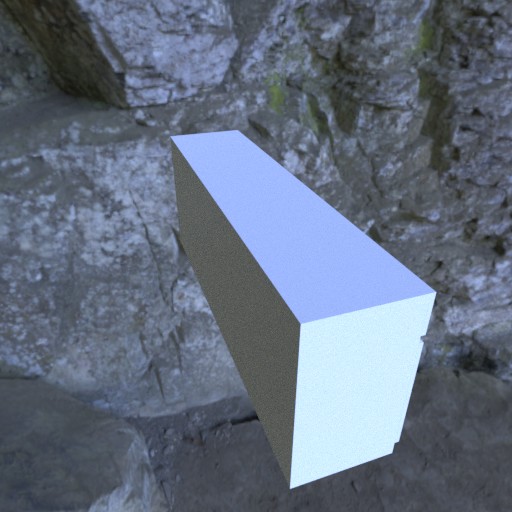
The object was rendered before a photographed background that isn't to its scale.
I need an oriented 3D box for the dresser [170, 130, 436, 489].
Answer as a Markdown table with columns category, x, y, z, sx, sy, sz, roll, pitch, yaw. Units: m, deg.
| category | x | y | z | sx | sy | sz | roll | pitch | yaw |
| --- | --- | --- | --- | --- | --- | --- | --- | --- | --- |
| dresser | 0.000 | 0.000 | 2.521 | 0.500 | 0.840 | 2.200 | -10 | 32 | -17 |
